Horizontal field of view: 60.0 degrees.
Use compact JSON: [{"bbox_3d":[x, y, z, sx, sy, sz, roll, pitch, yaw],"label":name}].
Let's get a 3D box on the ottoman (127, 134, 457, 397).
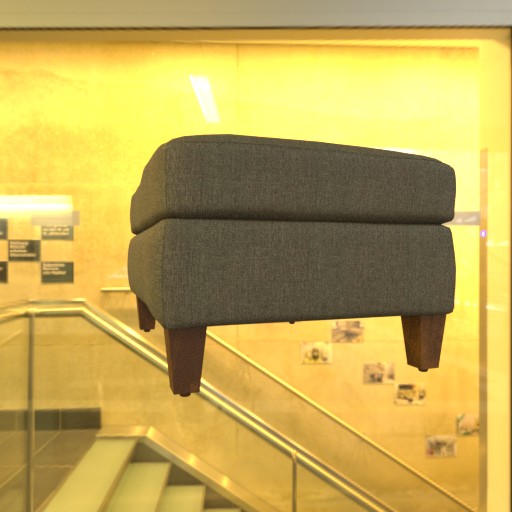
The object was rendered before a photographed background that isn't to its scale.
[{"bbox_3d":[0.000,0.000,1.202,0.639,0.496,0.826,0,0,-19],"label":"ottoman"}]
